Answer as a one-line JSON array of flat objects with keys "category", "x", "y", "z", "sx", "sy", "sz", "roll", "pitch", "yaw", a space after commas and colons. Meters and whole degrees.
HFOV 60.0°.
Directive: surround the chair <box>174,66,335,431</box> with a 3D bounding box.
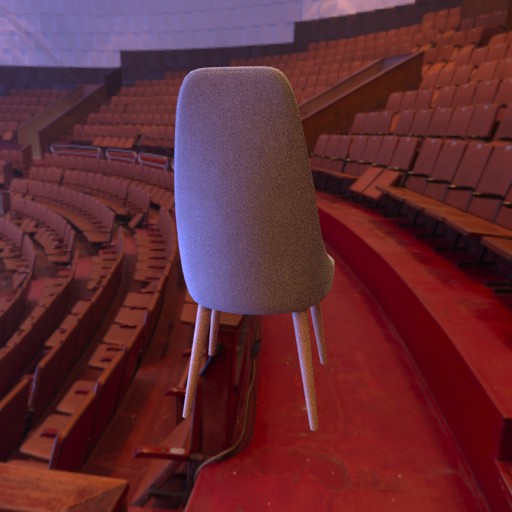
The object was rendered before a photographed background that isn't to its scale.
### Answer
[{"category": "chair", "x": 0.000, "y": 0.000, "z": 1.420, "sx": 0.510, "sy": 1.040, "sz": 0.660, "roll": 2, "pitch": 15, "yaw": 9}]
